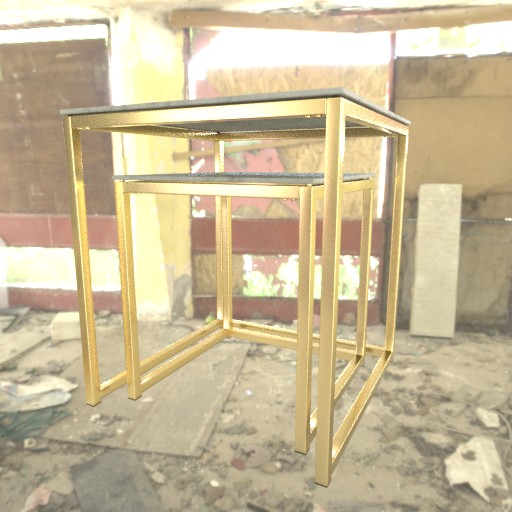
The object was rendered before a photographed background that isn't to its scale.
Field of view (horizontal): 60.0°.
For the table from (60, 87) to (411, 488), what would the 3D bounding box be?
[{"bbox_3d":[0.000,0.000,0.827,0.450,0.500,0.450,6,13,27],"label":"table"}]
